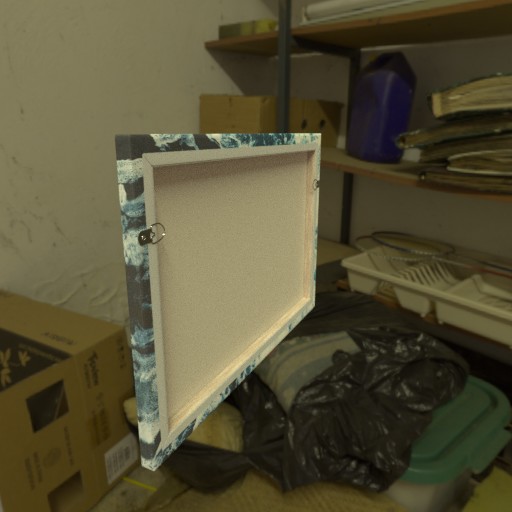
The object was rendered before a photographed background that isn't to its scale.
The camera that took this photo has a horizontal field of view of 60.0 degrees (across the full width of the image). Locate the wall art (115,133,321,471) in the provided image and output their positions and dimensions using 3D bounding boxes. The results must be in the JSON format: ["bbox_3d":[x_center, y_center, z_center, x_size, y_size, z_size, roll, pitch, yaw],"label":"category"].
[{"bbox_3d":[0.000,0.000,1.913,0.055,1.017,1.524,8,17,25],"label":"wall art"}]
